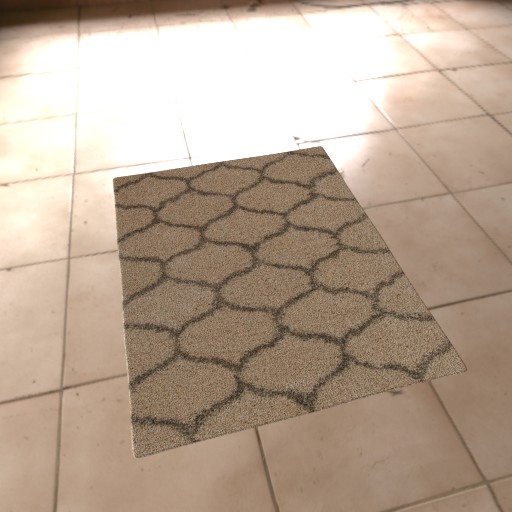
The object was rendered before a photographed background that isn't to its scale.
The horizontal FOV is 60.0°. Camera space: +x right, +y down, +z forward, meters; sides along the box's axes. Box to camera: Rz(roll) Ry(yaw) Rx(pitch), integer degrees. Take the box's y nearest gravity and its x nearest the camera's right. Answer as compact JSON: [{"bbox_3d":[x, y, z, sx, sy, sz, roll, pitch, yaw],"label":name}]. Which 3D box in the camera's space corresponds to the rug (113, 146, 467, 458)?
[{"bbox_3d":[0.000,0.000,3.991,2.399,0.026,3.000,-11,48,-10],"label":"rug"}]
